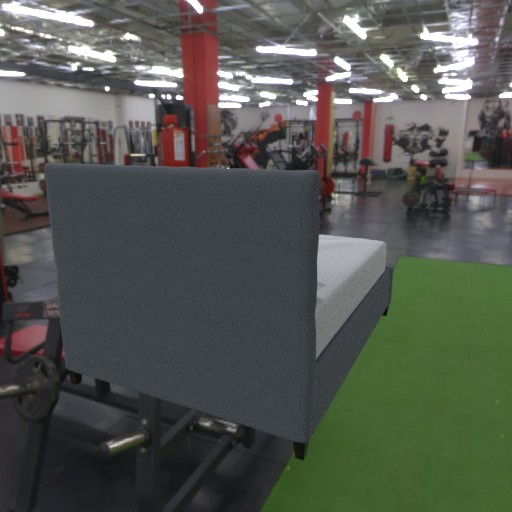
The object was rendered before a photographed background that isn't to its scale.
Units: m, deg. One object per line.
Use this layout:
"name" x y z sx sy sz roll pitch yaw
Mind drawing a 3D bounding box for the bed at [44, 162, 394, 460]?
"bed" 0.000 0.000 3.336 1.698 1.427 2.231 7 16 26
